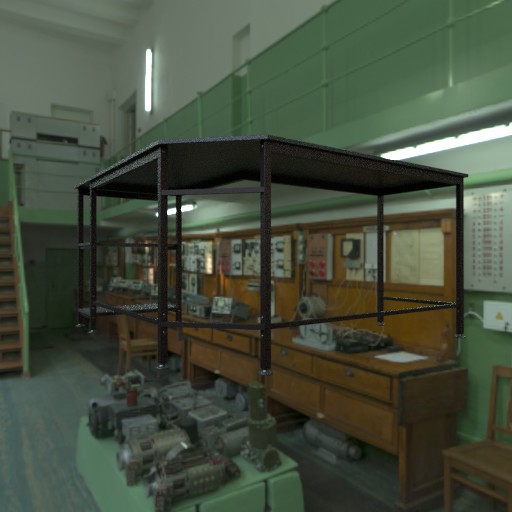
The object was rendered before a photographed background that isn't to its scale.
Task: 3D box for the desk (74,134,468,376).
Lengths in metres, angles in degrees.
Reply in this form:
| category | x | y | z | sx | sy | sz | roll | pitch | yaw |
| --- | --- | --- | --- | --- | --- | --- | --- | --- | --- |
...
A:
| category | x | y | z | sx | sy | sz | roll | pitch | yaw |
| --- | --- | --- | --- | --- | --- | --- | --- | --- | --- |
| desk | 0.000 | 0.000 | 2.171 | 1.379 | 0.739 | 1.379 | 0 | 0 | -35 |
